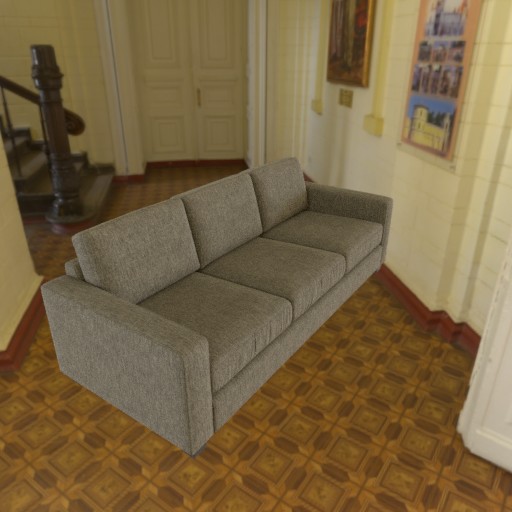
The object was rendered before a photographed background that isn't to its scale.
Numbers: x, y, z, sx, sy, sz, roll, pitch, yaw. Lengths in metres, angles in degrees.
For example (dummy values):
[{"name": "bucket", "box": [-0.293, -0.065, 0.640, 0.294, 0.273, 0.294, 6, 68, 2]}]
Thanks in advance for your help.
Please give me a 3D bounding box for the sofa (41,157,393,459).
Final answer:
[{"name": "sofa", "box": [0.000, 0.000, 2.621, 0.900, 0.800, 2.160, 17, 30, 31]}]
